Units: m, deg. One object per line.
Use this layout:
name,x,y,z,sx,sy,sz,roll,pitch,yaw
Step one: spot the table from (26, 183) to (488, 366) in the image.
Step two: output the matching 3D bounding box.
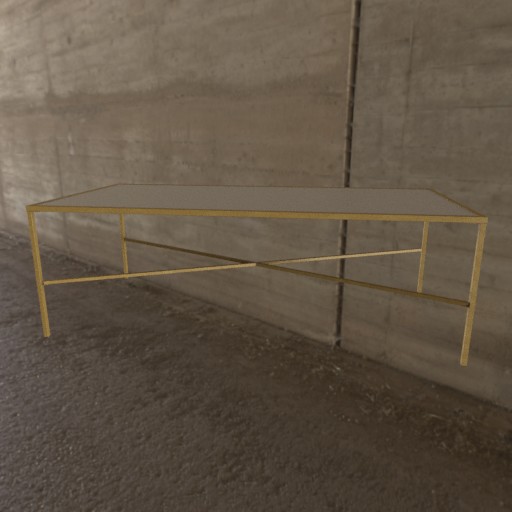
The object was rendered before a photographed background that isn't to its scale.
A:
table,0.000,0.000,1.473,1.206,0.398,0.580,2,16,8
